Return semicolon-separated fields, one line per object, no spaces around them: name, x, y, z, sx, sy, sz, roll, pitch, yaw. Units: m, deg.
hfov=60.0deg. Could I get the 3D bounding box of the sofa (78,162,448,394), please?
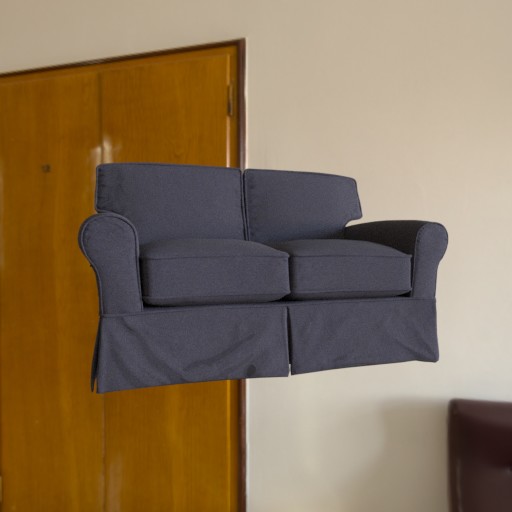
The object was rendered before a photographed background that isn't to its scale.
sofa;0.000;0.000;2.415;1.801;1.059;0.997;0;1;-18
